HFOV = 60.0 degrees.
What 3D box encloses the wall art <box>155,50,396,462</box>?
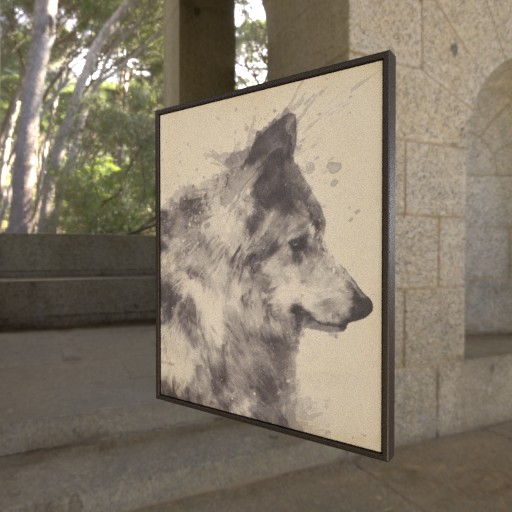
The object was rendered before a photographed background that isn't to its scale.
[{"bbox_3d":[0.000,0.000,0.731,0.451,0.551,0.028,1,1,35],"label":"wall art"}]
